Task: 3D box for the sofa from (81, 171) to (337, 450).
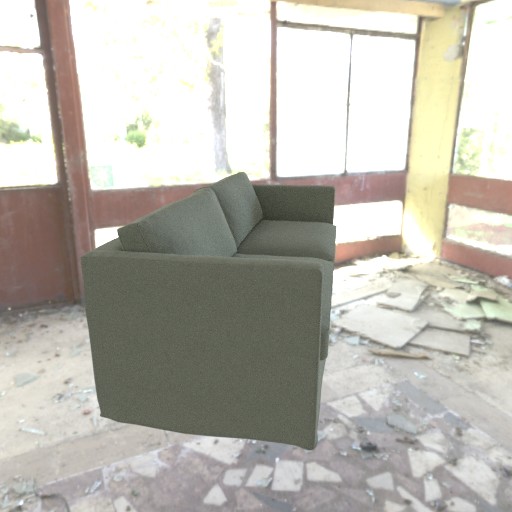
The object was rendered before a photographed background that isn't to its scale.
[{"bbox_3d":[0.000,0.000,2.751,0.962,0.853,2.312,3,17,10],"label":"sofa"}]
